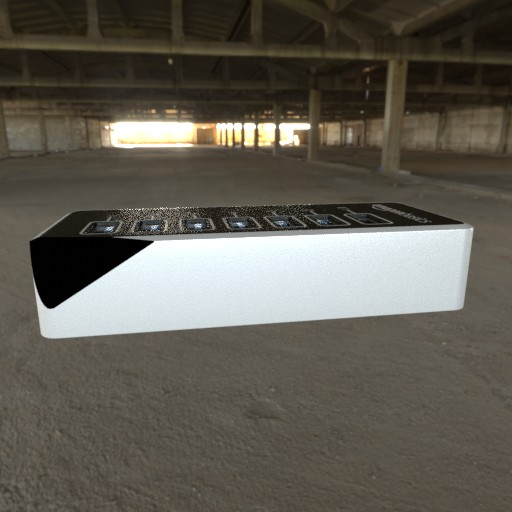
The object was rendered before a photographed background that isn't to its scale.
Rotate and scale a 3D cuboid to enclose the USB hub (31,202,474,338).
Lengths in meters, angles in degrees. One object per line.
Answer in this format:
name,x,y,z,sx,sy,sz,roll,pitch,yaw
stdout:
USB hub,0.000,0.000,0.128,0.110,0.023,0.044,-3,15,-9
